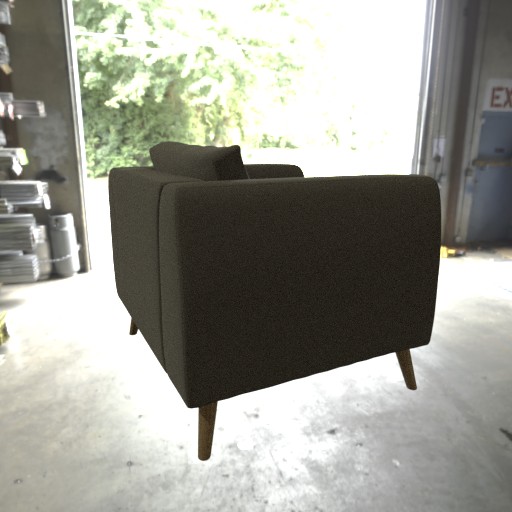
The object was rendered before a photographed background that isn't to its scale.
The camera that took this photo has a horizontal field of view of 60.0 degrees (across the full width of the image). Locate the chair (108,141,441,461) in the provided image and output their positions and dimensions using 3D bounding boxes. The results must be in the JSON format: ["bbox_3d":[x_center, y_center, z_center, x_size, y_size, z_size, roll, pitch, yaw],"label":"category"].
[{"bbox_3d":[0.000,0.000,1.715,0.930,0.860,1.000,-7,16,-26],"label":"chair"}]
